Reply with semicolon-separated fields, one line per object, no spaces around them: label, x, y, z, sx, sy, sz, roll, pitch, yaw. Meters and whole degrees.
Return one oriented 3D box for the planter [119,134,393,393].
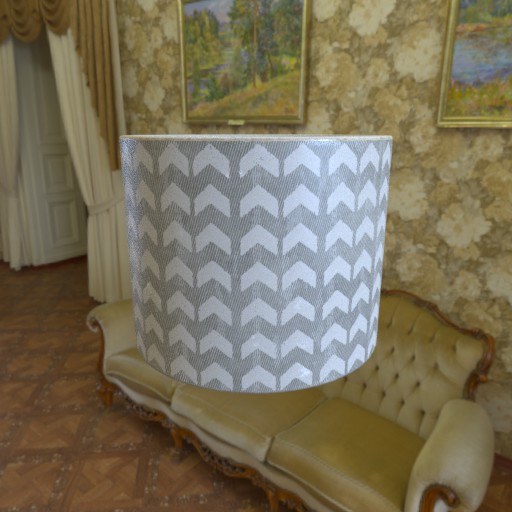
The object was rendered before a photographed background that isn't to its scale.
planter;0.000;0.000;0.455;0.250;0.239;0.250;0;16;0
